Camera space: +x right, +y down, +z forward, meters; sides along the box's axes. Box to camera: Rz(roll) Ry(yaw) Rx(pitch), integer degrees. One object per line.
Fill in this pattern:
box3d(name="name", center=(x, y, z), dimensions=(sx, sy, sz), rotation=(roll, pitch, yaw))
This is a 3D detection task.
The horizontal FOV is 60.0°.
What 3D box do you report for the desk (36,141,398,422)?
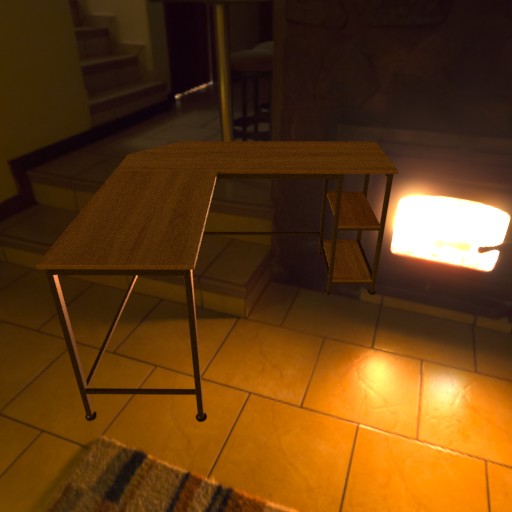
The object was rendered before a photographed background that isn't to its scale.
box3d(name="desk", center=(0.000, 0.000, 2.180), dimensions=(1.379, 0.739, 1.379), rotation=(0, 31, 0))
